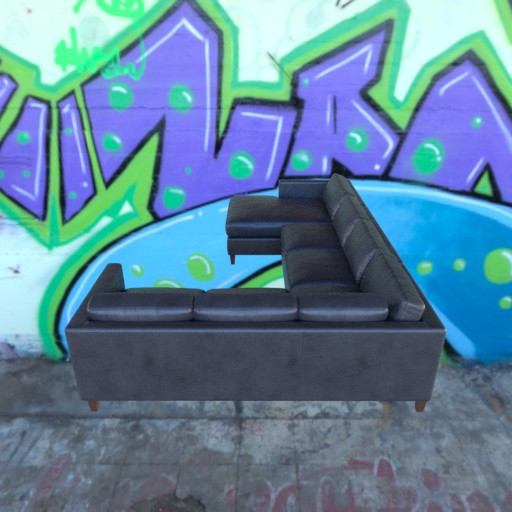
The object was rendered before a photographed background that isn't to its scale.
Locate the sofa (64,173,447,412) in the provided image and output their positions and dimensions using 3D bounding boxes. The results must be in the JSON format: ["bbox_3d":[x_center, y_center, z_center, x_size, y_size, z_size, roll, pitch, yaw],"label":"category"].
[{"bbox_3d":[0.000,0.000,4.433,2.452,0.891,3.324,0,26,0],"label":"sofa"}]
